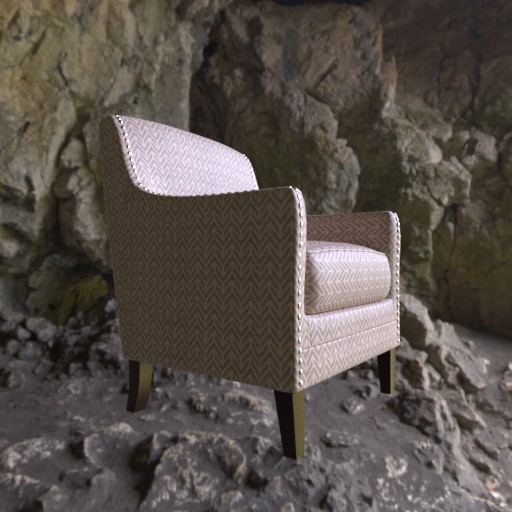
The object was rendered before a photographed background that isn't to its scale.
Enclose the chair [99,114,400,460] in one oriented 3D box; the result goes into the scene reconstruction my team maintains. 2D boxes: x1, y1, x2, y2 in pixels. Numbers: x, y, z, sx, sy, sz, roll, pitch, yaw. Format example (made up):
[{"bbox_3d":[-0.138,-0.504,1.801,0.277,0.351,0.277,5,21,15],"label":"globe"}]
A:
[{"bbox_3d":[0.000,0.000,1.291,0.651,0.816,0.623,0,-1,36],"label":"chair"}]
